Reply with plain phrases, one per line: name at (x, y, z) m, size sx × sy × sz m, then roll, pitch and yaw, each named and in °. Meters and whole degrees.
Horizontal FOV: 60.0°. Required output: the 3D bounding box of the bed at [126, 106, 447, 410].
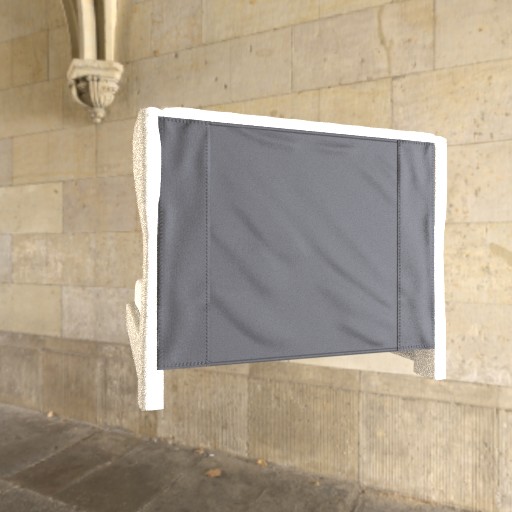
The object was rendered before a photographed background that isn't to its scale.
bed at (0.000, 0.000, 3.975) m, size 2.219 × 1.771 × 2.347 m, roll 0°, pitch 0°, yaw -18°
